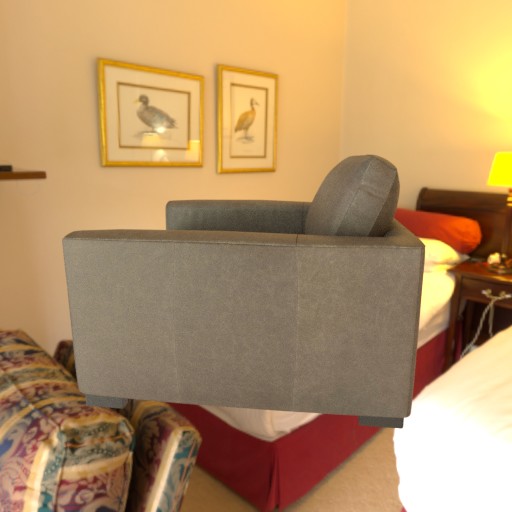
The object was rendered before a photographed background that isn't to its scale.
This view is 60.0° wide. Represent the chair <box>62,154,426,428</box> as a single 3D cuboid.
[{"bbox_3d":[0.000,0.000,1.801,1.080,0.807,1.106,2,13,8],"label":"chair"}]
